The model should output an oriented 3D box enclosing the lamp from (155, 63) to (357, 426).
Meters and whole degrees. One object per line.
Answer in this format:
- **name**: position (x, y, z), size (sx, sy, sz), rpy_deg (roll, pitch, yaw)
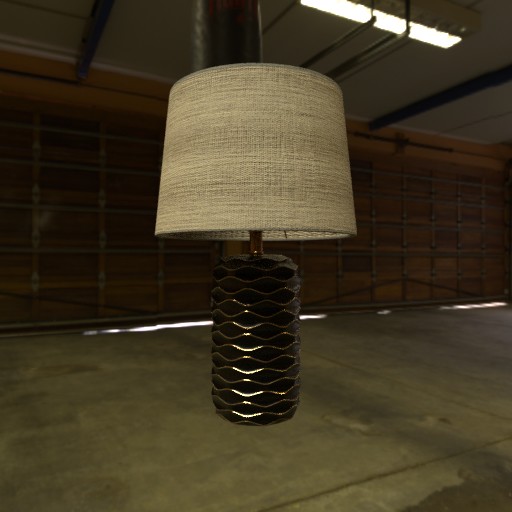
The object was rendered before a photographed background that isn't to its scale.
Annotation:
- **lamp**: position (0.000, 0.000, 0.845), size (0.376, 0.594, 0.376), rpy_deg (0, 0, 0)
